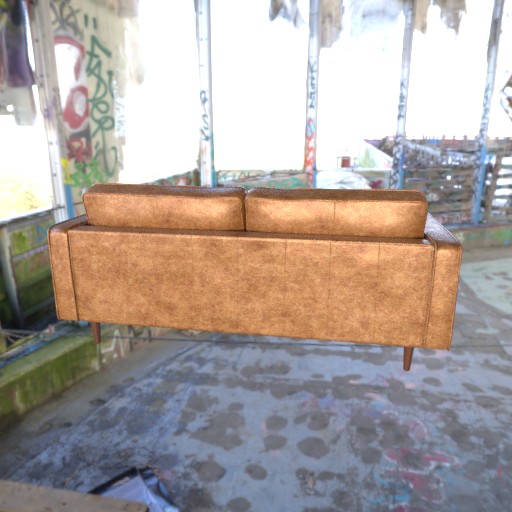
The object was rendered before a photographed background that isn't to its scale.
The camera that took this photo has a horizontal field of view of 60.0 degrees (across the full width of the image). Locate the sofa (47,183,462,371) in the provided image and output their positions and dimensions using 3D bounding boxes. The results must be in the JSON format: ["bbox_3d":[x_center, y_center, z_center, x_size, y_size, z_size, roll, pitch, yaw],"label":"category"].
[{"bbox_3d":[0.000,0.000,2.447,1.920,0.825,0.924,3,16,10],"label":"sofa"}]
